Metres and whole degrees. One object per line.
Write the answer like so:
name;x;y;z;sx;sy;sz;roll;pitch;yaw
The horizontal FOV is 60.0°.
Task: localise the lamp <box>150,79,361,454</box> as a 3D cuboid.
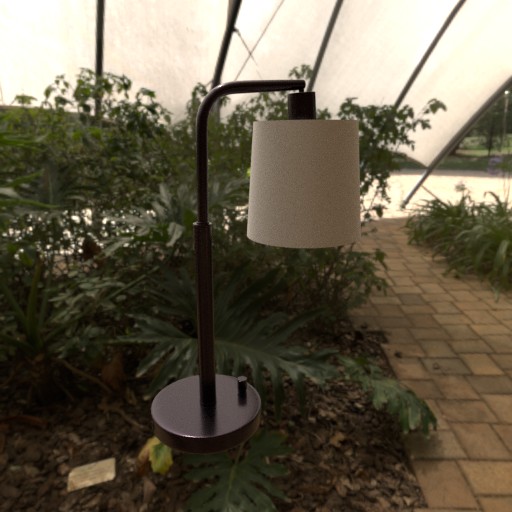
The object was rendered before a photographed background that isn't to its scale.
lamp;0.000;0.000;0.646;0.333;0.489;0.171;-8;17;-26
